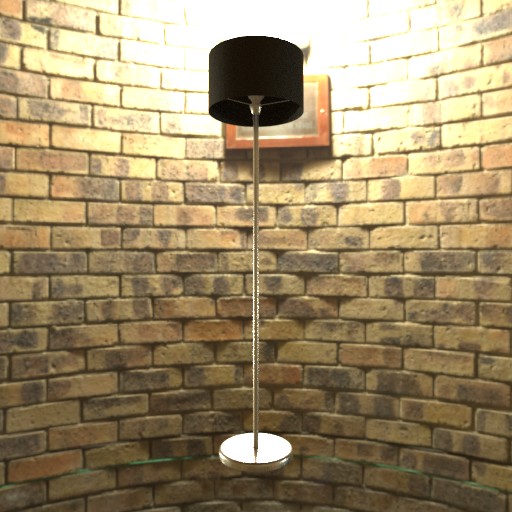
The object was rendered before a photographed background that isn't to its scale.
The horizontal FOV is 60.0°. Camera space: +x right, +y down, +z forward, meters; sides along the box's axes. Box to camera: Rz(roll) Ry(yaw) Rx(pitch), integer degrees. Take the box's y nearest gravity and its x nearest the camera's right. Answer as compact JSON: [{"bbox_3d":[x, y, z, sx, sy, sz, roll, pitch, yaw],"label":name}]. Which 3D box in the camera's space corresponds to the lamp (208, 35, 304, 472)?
[{"bbox_3d":[0.000,0.000,1.617,0.348,1.443,0.348,0,-1,-35],"label":"lamp"}]
